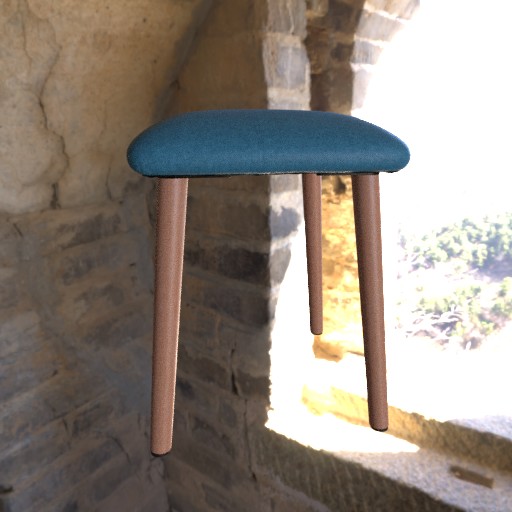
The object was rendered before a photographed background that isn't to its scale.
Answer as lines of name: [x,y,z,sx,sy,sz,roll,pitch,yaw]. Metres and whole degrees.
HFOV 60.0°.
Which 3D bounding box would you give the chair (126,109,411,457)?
chair: [0.000,0.000,0.719,0.360,0.450,0.360,-3,16,-9]
